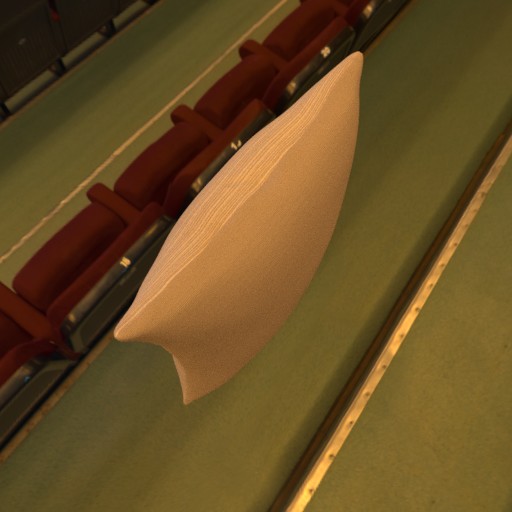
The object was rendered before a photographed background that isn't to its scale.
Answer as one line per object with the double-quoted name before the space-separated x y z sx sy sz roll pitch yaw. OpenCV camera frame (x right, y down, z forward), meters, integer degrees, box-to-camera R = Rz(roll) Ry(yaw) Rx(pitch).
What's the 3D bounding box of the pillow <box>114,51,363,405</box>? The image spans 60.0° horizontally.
"pillow" 0.000 0.000 0.763 0.204 0.497 0.512 32 68 15
